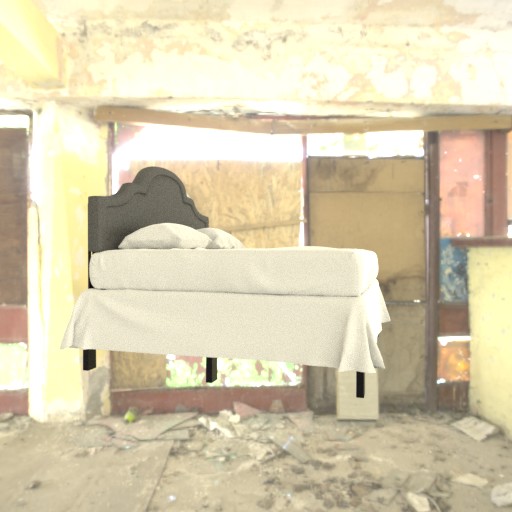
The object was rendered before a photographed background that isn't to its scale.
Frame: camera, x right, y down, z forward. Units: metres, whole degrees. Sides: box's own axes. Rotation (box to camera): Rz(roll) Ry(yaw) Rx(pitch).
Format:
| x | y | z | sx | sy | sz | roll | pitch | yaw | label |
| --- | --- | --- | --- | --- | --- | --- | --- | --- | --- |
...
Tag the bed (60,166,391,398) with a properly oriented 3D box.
| x | y | z | sx | sy | sz | roll | pitch | yaw | label |
| --- | --- | --- | --- | --- | --- | --- | --- | --- | --- |
| 0.000 | 0.000 | 3.862 | 2.222 | 1.631 | 2.303 | 0 | 1 | 18 | bed |
